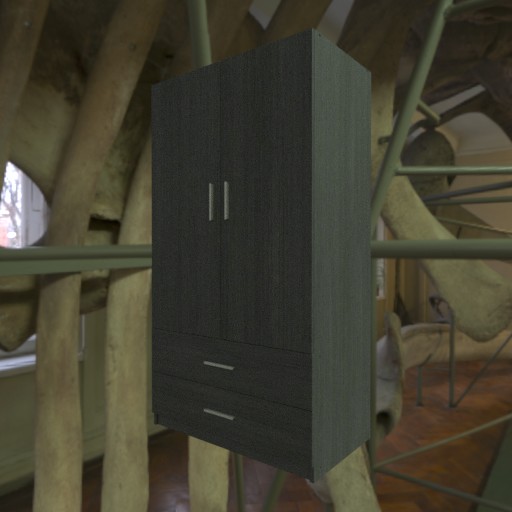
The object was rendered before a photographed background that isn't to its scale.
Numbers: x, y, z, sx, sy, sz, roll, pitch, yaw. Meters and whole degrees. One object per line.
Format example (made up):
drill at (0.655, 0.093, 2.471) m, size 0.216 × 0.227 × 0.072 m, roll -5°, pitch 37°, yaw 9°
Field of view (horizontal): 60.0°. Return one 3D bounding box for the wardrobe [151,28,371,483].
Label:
wardrobe at (0.000, 0.000, 2.270) m, size 0.991 × 1.808 × 0.577 m, roll 0°, pitch 1°, yaw 38°
